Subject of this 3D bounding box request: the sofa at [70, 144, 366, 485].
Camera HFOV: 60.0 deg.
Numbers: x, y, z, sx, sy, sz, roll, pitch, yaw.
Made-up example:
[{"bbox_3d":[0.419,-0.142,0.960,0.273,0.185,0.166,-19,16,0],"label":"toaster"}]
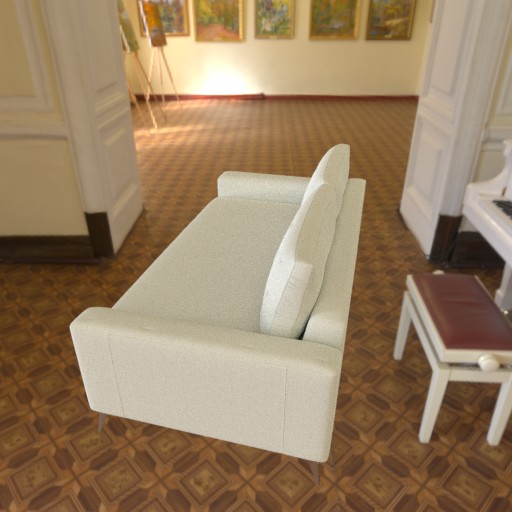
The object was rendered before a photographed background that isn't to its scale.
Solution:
[{"bbox_3d":[0.000,0.000,2.108,0.920,0.790,1.650,7,30,13],"label":"sofa"}]
